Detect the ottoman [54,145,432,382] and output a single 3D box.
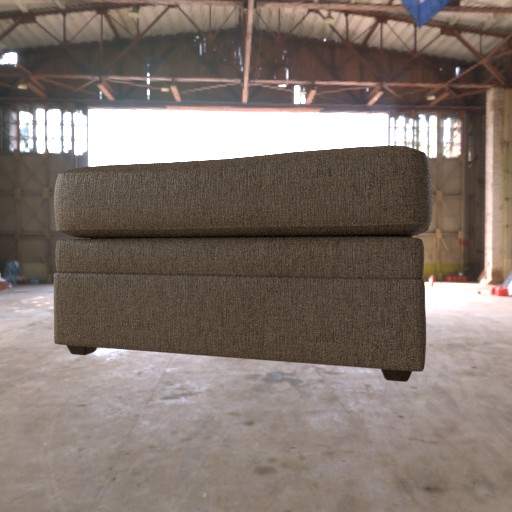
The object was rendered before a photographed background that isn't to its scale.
[{"bbox_3d":[0.000,0.000,1.232,0.885,0.478,0.637,0,1,17],"label":"ottoman"}]
